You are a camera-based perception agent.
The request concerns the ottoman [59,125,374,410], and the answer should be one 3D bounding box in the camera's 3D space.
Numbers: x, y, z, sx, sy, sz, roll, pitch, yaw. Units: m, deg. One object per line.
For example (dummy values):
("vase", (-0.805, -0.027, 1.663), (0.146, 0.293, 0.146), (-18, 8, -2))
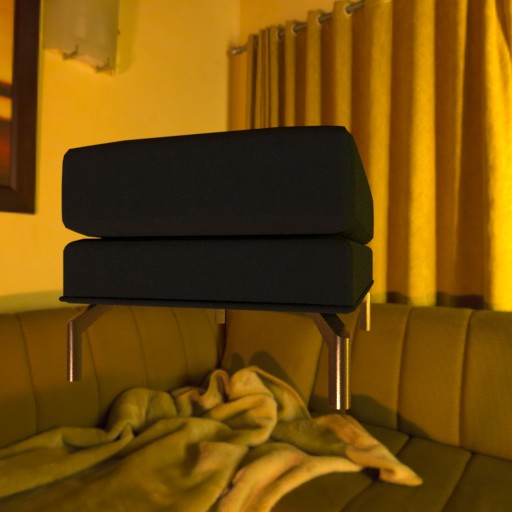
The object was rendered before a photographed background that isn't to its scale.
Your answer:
("ottoman", (0.000, 0.000, 1.186), (0.587, 0.498, 0.835), (0, 0, 17))
